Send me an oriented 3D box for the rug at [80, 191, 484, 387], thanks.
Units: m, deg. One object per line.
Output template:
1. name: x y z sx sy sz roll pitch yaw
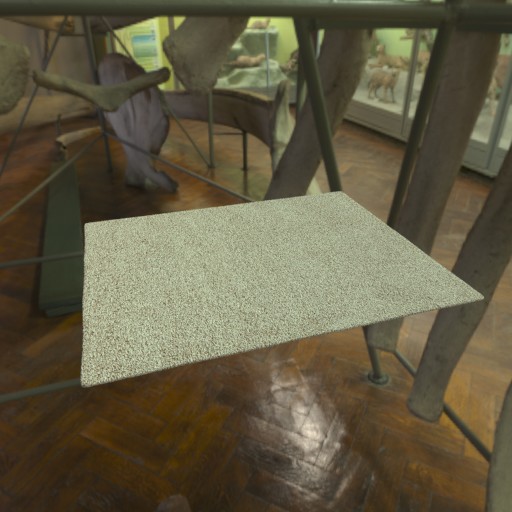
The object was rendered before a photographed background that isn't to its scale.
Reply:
1. rug: 0.000 0.000 4.122 3.047 0.029 2.438 -9 31 -16
